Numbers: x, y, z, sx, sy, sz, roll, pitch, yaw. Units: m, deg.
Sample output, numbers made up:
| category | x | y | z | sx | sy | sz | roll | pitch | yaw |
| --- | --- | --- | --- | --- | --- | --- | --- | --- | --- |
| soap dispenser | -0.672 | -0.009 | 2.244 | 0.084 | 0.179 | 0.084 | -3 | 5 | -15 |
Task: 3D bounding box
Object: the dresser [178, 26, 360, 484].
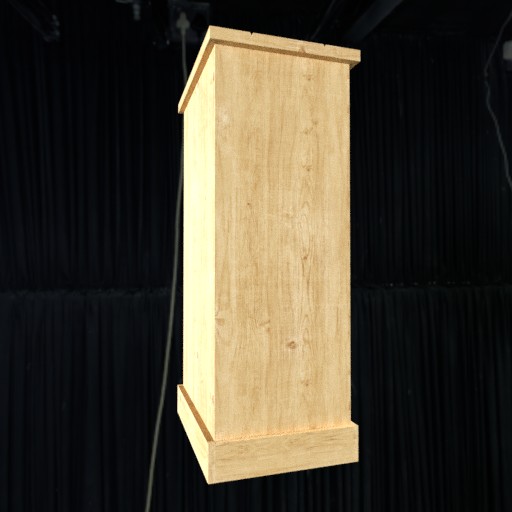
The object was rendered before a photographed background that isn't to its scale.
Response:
| category | x | y | z | sx | sy | sz | roll | pitch | yaw |
| --- | --- | --- | --- | --- | --- | --- | --- | --- | --- |
| dresser | 0.000 | 0.000 | 1.315 | 0.390 | 1.041 | 0.531 | 0 | -1 | -18 |
